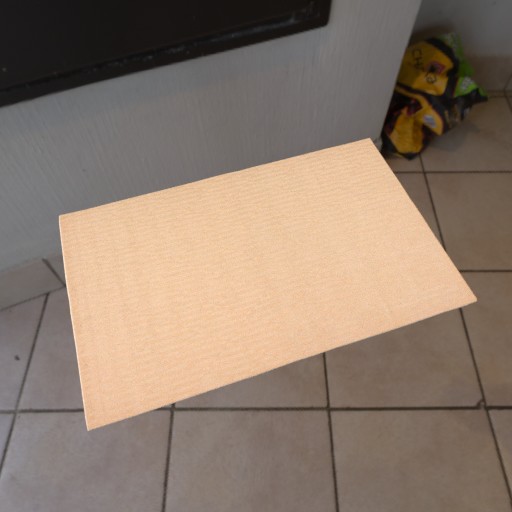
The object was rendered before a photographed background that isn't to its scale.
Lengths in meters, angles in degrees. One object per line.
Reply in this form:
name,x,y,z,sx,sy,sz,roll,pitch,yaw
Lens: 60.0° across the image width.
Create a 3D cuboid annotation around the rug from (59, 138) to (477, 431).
rug,0.000,0.000,2.958,2.441,0.014,1.531,-16,59,-10
